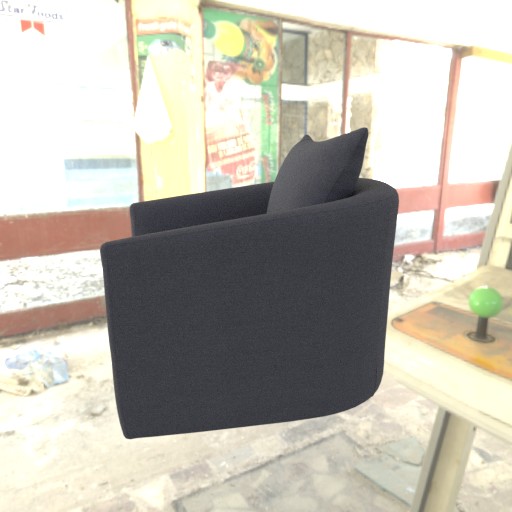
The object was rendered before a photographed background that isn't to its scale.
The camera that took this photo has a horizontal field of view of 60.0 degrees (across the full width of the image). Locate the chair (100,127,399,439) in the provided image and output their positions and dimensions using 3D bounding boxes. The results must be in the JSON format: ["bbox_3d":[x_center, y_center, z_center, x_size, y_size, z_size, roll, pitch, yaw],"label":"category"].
[{"bbox_3d":[0.000,0.000,1.555,0.910,0.848,0.845,-2,14,-10],"label":"chair"}]
